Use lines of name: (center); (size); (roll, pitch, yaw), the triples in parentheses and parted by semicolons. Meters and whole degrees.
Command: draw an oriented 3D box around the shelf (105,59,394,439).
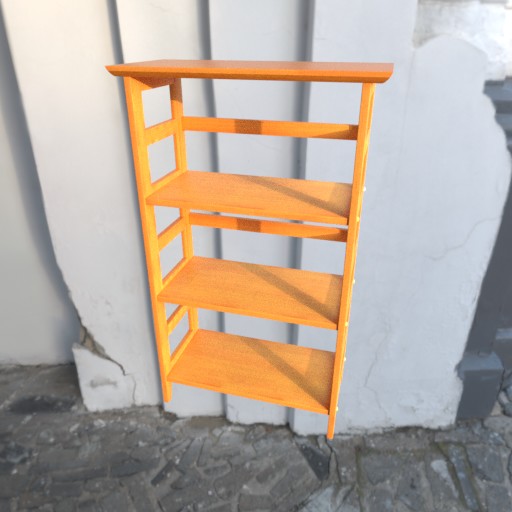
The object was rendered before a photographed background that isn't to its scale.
shelf: (0.000, 0.000, 1.342); (0.660, 1.067, 0.305); (7, 28, 14)
